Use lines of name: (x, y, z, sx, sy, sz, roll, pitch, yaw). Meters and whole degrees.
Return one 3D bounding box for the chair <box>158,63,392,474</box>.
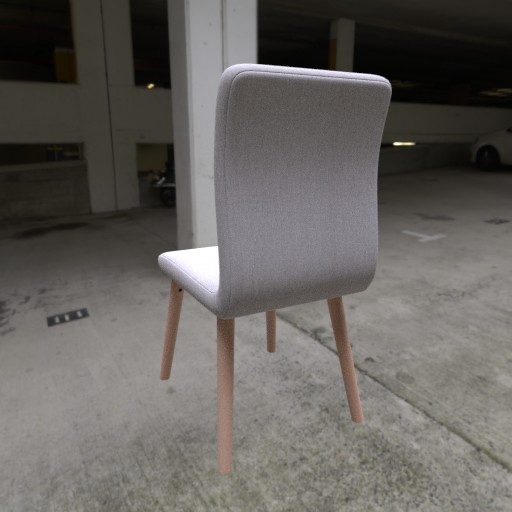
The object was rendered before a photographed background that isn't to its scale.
chair: (0.000, 0.000, 1.209, 0.435, 0.885, 0.550, -8, 17, -27)
